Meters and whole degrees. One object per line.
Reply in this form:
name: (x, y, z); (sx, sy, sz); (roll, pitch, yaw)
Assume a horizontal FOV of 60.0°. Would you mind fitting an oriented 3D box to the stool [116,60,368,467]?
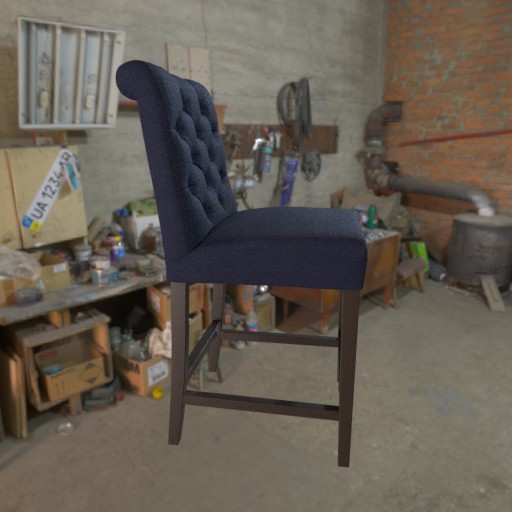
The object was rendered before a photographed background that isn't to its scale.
stool: (0.000, 0.000, 1.294); (0.601, 1.010, 0.493); (3, 15, 10)
